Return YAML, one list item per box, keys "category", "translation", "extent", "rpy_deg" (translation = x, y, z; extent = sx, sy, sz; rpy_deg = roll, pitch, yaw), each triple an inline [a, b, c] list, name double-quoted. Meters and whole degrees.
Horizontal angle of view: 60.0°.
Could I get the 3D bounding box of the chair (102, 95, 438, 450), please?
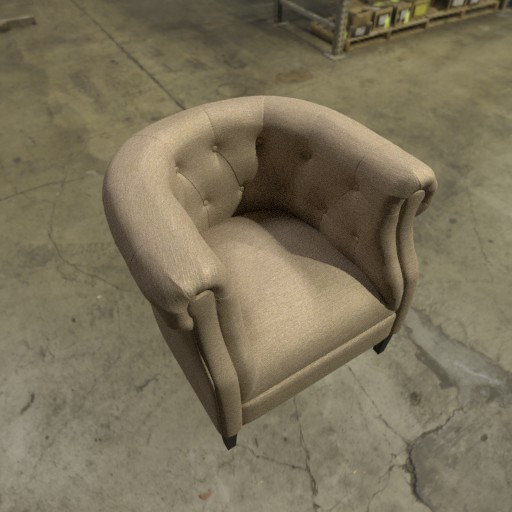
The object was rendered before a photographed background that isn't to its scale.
- category: "chair"
  translation: [0.000, 0.000, 1.568]
  extent: [0.905, 0.827, 0.852]
  rpy_deg: [-25, 51, -22]
